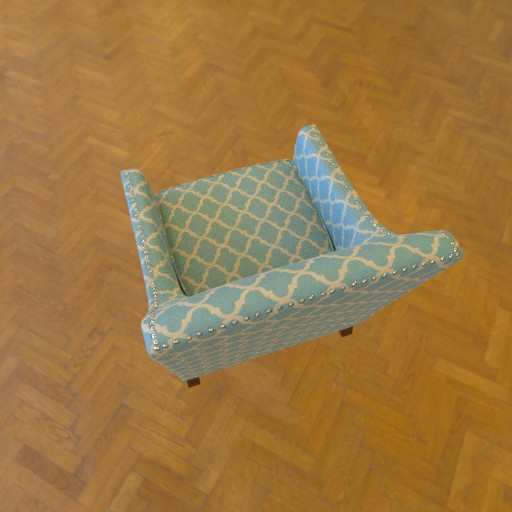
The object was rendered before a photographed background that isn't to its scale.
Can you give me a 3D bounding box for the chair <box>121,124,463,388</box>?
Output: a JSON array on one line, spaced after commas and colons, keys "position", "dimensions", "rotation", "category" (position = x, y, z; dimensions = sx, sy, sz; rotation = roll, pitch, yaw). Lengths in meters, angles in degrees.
[{"position": [0.000, 0.000, 1.281], "dimensions": [0.617, 0.817, 0.686], "rotation": [-16, 60, -9], "category": "chair"}]
